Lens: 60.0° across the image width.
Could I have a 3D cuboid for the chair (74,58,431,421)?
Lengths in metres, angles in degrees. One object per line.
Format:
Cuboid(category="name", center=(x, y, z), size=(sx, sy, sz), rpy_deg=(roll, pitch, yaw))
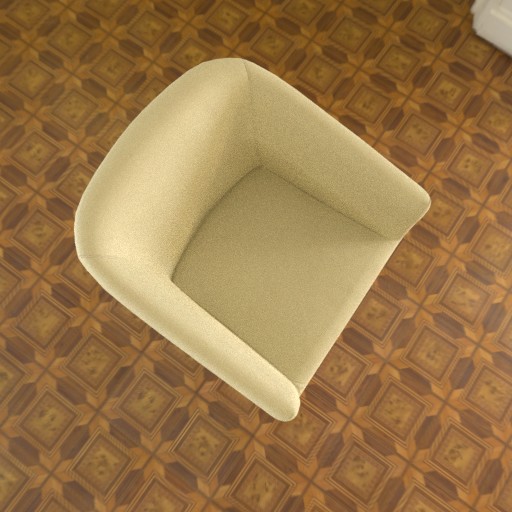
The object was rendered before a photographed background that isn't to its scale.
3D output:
Cuboid(category="chair", center=(0.000, 0.000, 1.293), size=(0.657, 0.822, 0.643), rpy_deg=(34, 78, 8))
